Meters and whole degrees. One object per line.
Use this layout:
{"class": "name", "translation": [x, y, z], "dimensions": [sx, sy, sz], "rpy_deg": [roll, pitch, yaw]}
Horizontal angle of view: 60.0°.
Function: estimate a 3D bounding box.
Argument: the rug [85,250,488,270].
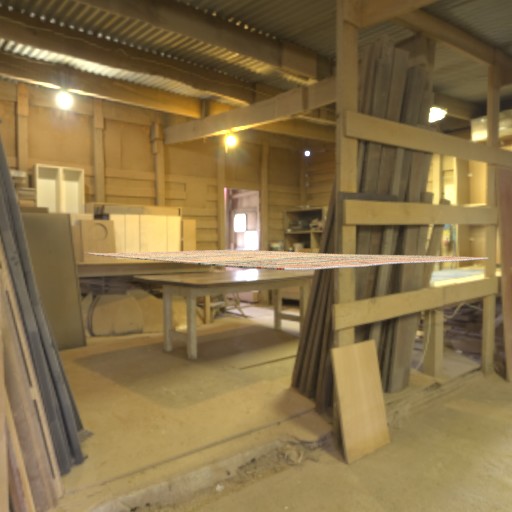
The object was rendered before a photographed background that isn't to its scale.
{"class": "rug", "translation": [0.000, 0.000, 2.336], "dimensions": [1.220, 0.017, 1.835], "rpy_deg": [-2, 3, -38]}
